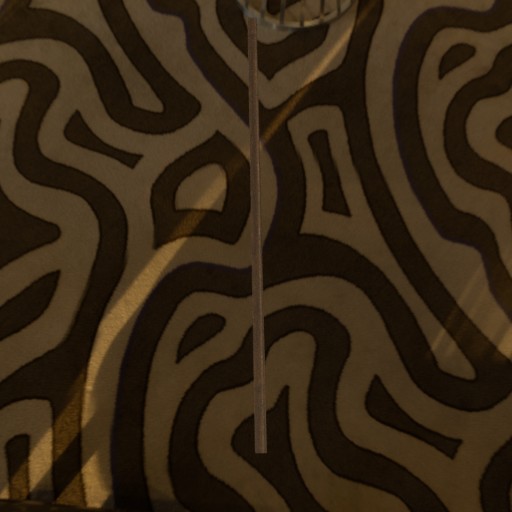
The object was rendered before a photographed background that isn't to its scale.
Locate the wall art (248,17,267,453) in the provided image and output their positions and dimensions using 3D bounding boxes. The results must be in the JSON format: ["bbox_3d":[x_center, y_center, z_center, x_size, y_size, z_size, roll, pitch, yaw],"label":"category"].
[{"bbox_3d":[0.000,0.000,1.428,0.023,0.875,1.033,-1,75,0],"label":"wall art"}]
